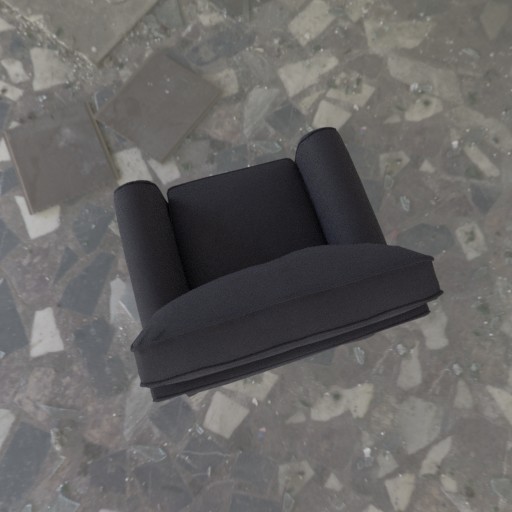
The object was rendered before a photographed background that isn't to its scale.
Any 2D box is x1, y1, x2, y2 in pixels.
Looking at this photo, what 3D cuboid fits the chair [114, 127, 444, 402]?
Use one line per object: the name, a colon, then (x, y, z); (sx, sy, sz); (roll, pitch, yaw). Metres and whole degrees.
chair: (0.000, 0.000, 1.998); (1.119, 1.140, 1.002); (-17, 76, -4)
